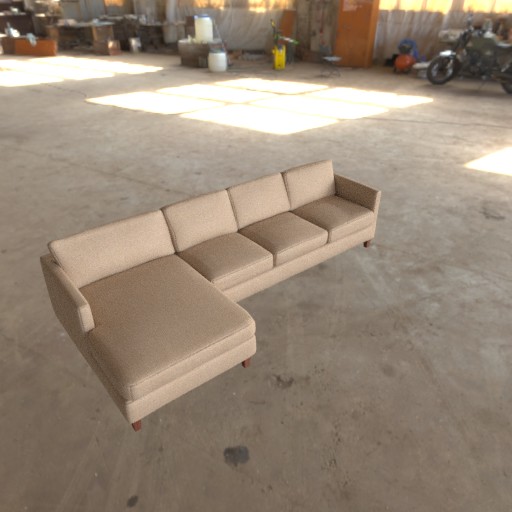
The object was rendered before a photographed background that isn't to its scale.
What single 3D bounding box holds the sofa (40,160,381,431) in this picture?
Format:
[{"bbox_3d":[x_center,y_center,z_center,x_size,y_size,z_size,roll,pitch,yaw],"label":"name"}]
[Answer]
[{"bbox_3d":[0.000,0.000,3.921,3.201,0.876,1.502,-23,38,-32],"label":"sofa"}]
